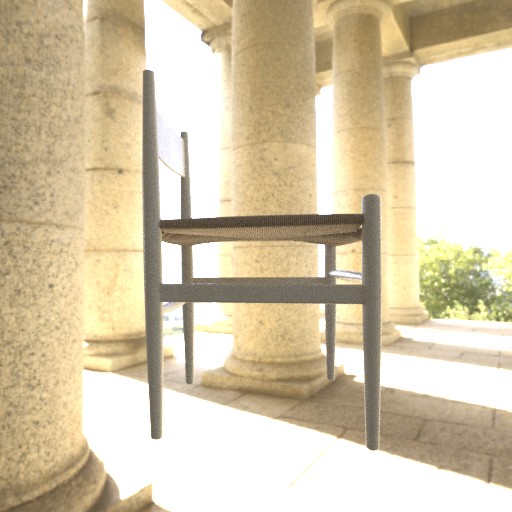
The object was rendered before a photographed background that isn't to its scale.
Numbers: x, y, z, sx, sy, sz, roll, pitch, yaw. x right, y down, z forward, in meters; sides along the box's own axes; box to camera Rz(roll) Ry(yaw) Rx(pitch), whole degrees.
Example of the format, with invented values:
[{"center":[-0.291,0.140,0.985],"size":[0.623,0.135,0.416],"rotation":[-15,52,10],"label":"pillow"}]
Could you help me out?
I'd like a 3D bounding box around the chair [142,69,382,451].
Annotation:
[{"center":[0.000,0.000,1.126],"size":[0.495,0.762,0.556],"rotation":[0,-1,1],"label":"chair"}]
